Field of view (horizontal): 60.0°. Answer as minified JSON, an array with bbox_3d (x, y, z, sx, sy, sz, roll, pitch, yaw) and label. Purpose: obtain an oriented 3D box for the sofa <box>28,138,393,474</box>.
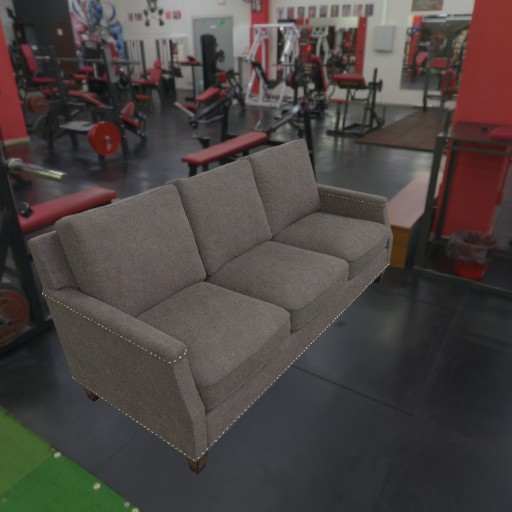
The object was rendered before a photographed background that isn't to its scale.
[{"bbox_3d":[0.000,0.000,2.737,1.034,1.042,2.226,18,32,32],"label":"sofa"}]
